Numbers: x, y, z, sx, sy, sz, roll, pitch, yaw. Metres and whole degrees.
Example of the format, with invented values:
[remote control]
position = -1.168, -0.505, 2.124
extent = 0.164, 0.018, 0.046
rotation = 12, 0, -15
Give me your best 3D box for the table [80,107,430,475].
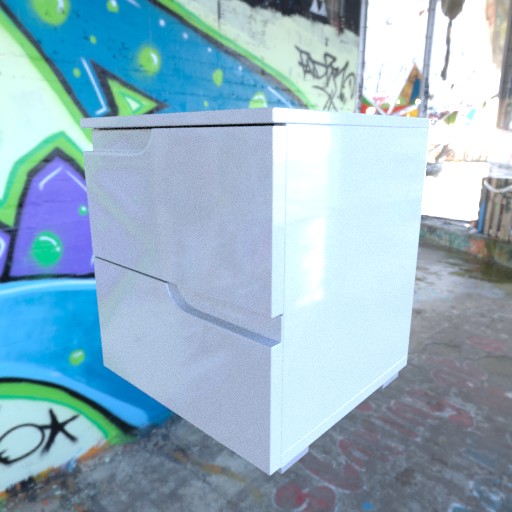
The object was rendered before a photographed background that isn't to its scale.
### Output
[table]
position = 0.000, 0.000, 0.793
extent = 0.420, 0.470, 0.400
rotation = 13, 20, 41
